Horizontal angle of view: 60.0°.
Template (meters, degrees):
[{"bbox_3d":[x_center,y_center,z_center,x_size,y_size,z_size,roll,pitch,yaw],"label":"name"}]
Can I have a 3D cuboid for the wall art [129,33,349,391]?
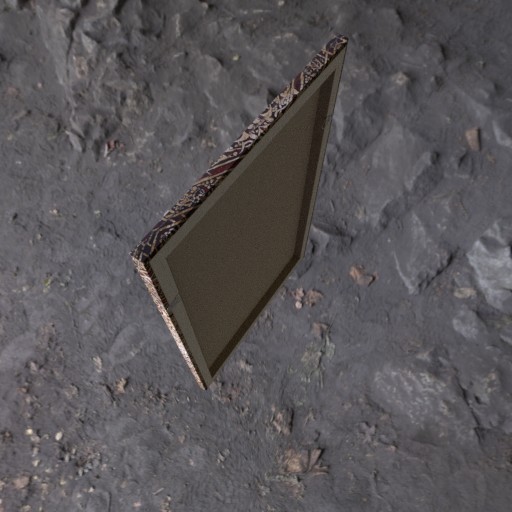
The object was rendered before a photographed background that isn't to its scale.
[{"bbox_3d":[0.000,0.000,0.761,0.020,0.599,0.397,32,66,16],"label":"wall art"}]
